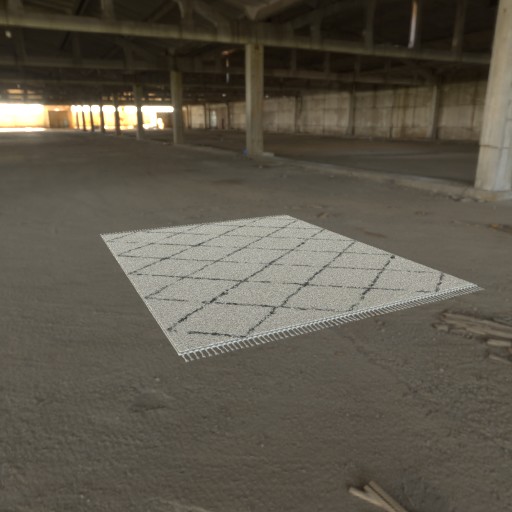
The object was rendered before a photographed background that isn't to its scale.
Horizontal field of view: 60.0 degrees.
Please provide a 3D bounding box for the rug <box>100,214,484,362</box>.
[{"bbox_3d":[0.000,0.000,4.155,2.380,0.013,3.051,-8,19,-25],"label":"rug"}]
